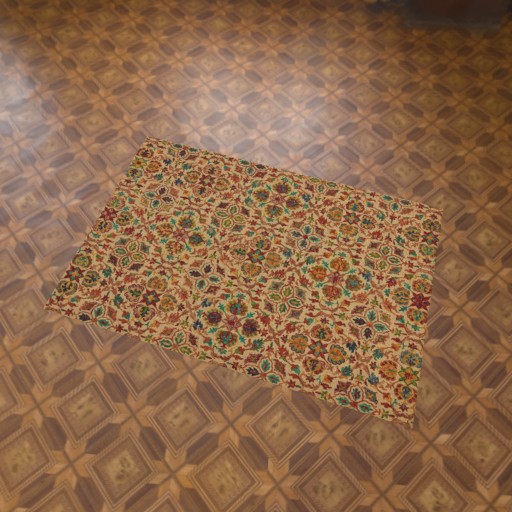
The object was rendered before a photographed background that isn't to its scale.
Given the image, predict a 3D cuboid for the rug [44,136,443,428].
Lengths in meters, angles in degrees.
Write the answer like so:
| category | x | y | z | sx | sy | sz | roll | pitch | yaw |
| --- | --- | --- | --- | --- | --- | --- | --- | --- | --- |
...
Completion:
| category | x | y | z | sx | sy | sz | roll | pitch | yaw |
| --- | --- | --- | --- | --- | --- | --- | --- | --- | --- |
| rug | 0.000 | 0.000 | 2.955 | 2.297 | 0.018 | 1.541 | 16 | 62 | 9 |
